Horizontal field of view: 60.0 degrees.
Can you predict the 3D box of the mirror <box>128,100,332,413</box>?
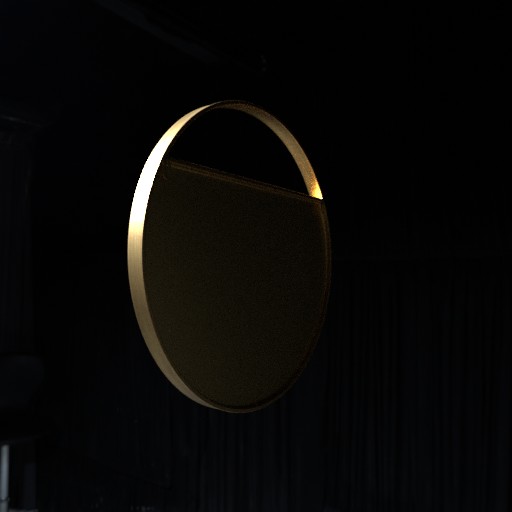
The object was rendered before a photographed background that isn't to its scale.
[{"bbox_3d":[0.000,0.000,0.842,0.032,0.565,0.565,-1,-3,37],"label":"mirror"}]
